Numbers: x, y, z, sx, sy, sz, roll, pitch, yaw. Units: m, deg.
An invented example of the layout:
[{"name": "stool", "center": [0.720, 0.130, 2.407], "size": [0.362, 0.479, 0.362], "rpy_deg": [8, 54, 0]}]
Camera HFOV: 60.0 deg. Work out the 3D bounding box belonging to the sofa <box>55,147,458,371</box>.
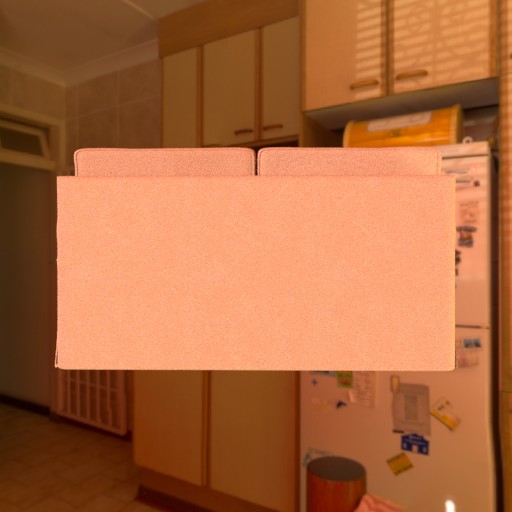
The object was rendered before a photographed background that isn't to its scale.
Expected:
[{"name": "sofa", "center": [0.000, 0.000, 2.288], "size": [1.727, 0.940, 0.991], "rpy_deg": [0, 0, 1]}]
